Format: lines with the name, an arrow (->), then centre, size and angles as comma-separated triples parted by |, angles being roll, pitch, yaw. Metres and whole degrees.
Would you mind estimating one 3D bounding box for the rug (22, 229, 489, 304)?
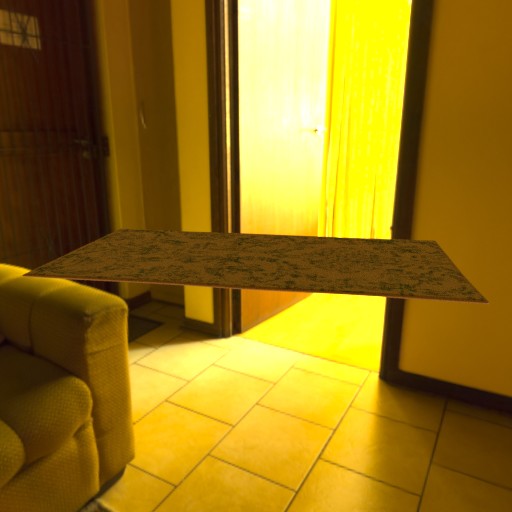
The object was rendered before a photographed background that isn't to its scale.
rug -> 0.000, 0.000, 1.420 | 1.220, 0.007, 0.605 | 3, 16, 9
